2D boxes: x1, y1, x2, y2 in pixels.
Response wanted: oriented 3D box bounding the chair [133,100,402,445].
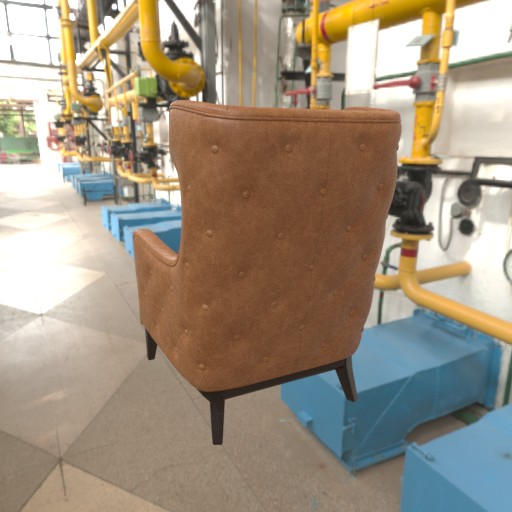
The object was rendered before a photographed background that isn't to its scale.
[{"bbox_3d":[0.000,0.000,1.687,0.766,1.079,0.899,-7,16,-25],"label":"chair"}]
